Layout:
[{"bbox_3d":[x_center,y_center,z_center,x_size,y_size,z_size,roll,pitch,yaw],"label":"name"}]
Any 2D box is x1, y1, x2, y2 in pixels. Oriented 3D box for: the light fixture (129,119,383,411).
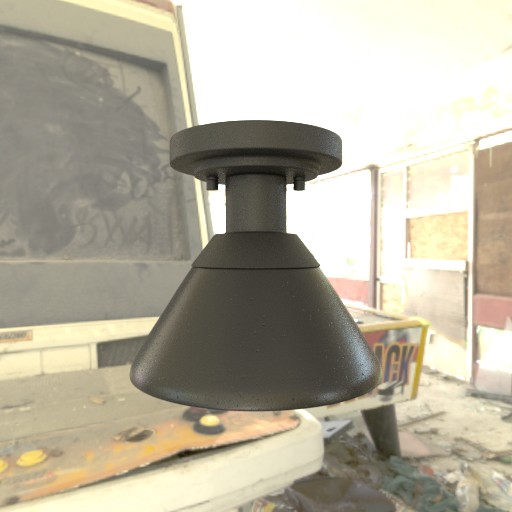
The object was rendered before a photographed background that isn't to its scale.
[{"bbox_3d":[0.000,0.000,0.364,0.200,0.183,0.200,0,1,0],"label":"light fixture"}]
